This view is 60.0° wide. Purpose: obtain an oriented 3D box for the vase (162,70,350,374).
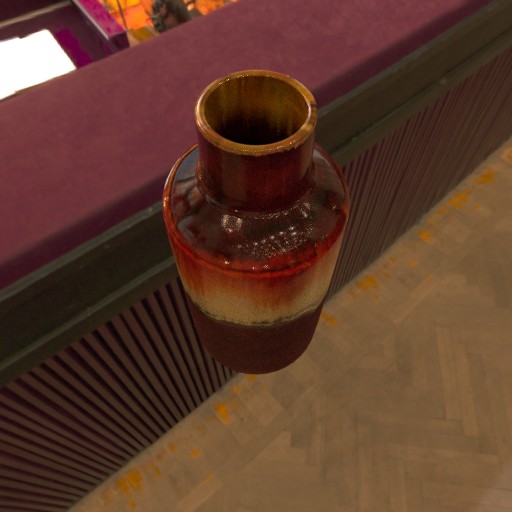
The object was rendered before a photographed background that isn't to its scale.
[{"bbox_3d":[0.000,0.000,0.316,0.111,0.261,0.111,0,58,0],"label":"vase"}]
